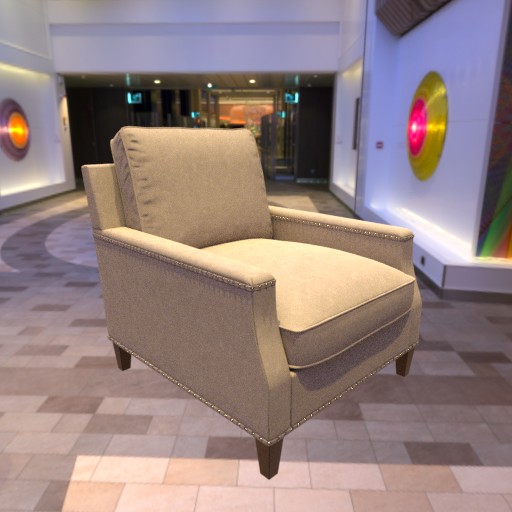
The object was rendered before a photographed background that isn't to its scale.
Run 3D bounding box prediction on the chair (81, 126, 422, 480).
[{"bbox_3d":[0.000,0.000,1.676,0.853,0.943,1.014,-15,21,-43],"label":"chair"}]
